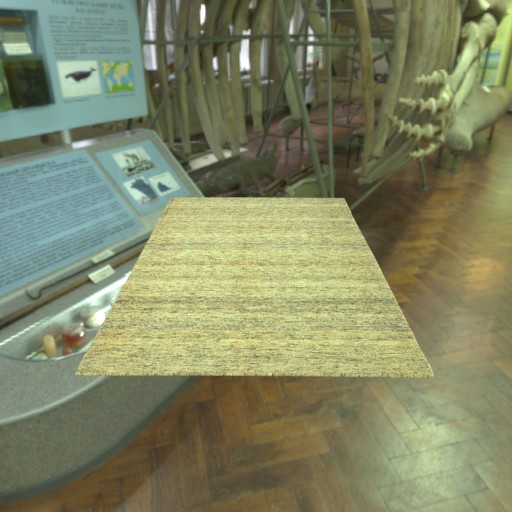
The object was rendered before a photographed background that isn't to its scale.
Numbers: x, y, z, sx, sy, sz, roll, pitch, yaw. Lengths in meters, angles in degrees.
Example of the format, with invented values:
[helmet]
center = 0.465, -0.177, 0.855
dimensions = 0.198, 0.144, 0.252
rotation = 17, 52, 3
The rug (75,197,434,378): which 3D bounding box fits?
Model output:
[rug]
center = 0.000, 0.000, 2.341
dimensions = 1.243, 0.014, 1.846
rotation = 0, 27, 0
